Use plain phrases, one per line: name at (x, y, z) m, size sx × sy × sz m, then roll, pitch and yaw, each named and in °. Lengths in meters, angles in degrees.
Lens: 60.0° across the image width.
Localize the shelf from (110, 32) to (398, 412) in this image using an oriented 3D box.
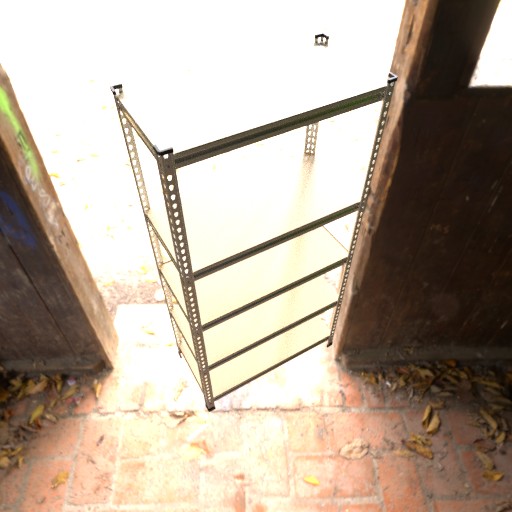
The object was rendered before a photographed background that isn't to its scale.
shelf at (0.000, 0.000, 2.233) m, size 0.914 × 1.829 × 0.457 m, roll -23°, pitch 52°, yaw -20°
